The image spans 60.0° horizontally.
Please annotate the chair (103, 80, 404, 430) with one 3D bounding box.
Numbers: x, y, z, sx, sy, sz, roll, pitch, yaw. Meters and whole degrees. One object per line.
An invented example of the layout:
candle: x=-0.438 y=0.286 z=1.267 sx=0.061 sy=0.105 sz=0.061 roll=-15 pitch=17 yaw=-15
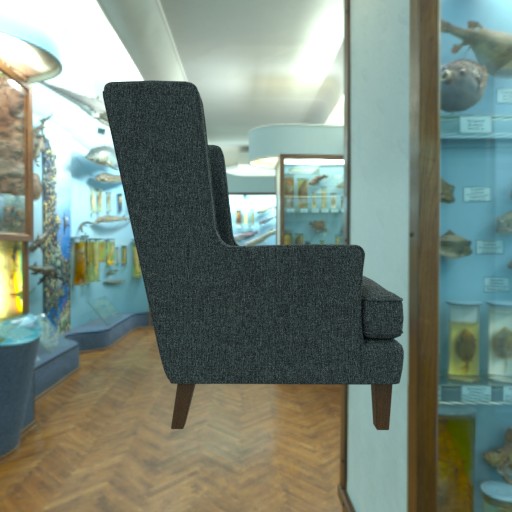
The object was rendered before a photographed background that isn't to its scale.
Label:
chair: x=0.000 y=0.000 z=1.806 sx=0.927 sy=1.082 sz=0.942 roll=0 pitch=1 yaw=1
